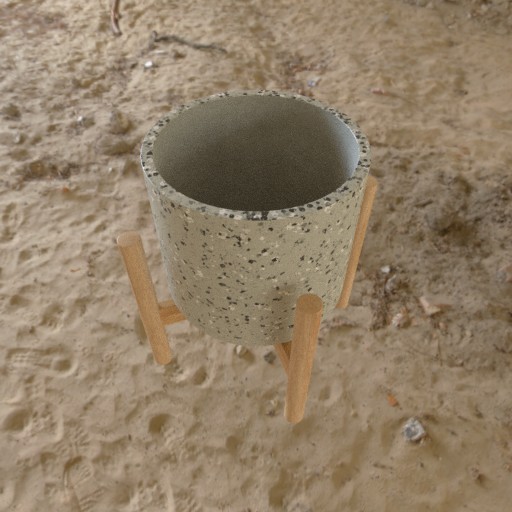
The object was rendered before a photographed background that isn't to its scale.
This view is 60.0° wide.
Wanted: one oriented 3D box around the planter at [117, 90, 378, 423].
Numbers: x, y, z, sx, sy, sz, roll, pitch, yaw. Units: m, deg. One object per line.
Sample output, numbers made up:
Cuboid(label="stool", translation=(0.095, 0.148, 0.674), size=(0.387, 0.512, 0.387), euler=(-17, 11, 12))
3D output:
Cuboid(label="planter", translation=(0.000, 0.000, 0.549), size=(0.284, 0.320, 0.284), euler=(2, 47, 2))
